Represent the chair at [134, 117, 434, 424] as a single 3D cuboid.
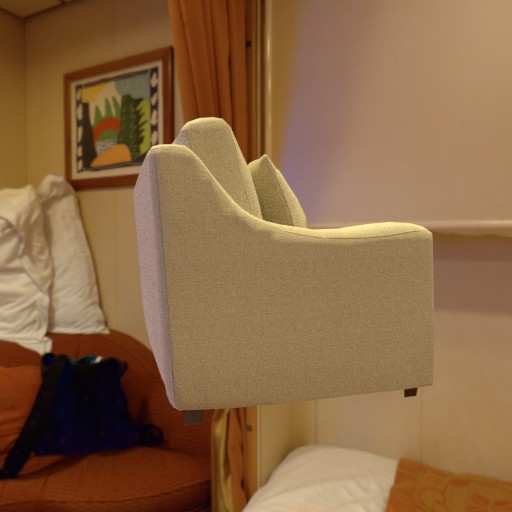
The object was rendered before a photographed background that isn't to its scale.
[{"bbox_3d":[0.000,0.000,1.975,1.009,1.016,1.178,-1,2,-18],"label":"chair"}]
